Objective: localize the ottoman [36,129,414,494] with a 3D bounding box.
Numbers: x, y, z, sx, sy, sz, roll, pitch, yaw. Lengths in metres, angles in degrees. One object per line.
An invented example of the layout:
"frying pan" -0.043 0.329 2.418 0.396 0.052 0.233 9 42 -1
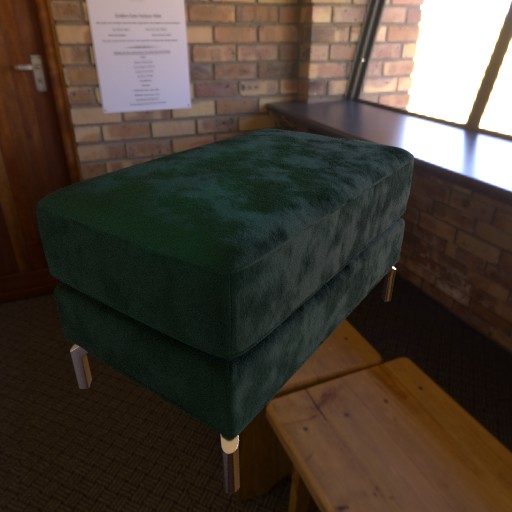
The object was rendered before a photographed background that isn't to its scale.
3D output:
"ottoman" 0.000 0.000 1.190 0.536 0.533 0.886 18 32 31
